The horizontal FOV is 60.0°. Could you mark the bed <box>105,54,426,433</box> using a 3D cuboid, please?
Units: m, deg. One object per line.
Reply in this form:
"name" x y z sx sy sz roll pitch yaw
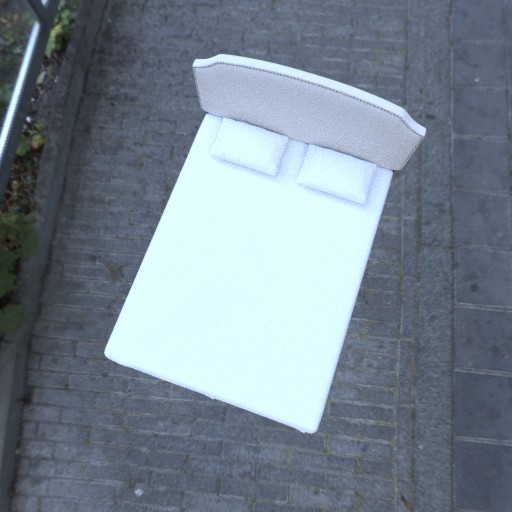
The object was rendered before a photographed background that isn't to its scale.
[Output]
"bed" 0.000 0.000 2.961 1.558 1.270 1.999 19 76 5
